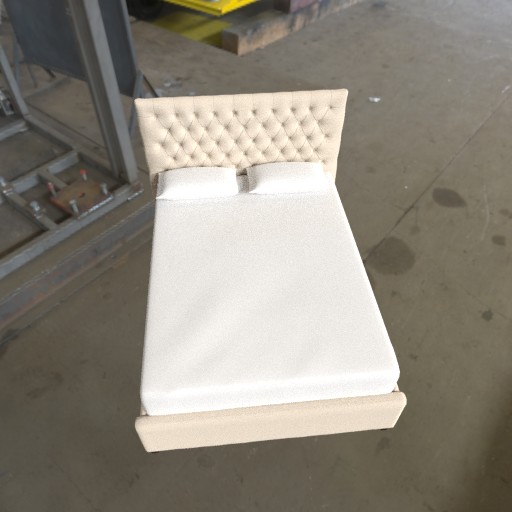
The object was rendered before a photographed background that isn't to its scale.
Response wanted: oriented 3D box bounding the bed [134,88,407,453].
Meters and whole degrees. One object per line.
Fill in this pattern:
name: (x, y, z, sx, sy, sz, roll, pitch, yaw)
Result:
bed: (0.000, 0.000, 3.262, 1.696, 1.426, 2.233, -4, 47, -4)
